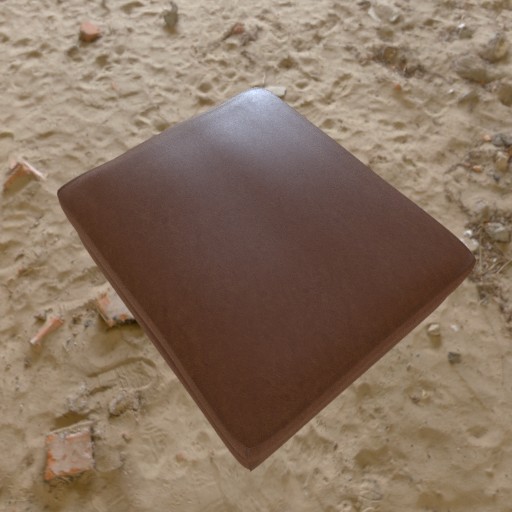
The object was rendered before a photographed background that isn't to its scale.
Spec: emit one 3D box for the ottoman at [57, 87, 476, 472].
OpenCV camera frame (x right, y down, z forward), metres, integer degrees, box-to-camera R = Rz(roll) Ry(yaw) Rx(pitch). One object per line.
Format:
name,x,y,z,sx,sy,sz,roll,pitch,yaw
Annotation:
ottoman,0.000,0.000,1.440,0.836,0.472,0.987,-34,64,-20
